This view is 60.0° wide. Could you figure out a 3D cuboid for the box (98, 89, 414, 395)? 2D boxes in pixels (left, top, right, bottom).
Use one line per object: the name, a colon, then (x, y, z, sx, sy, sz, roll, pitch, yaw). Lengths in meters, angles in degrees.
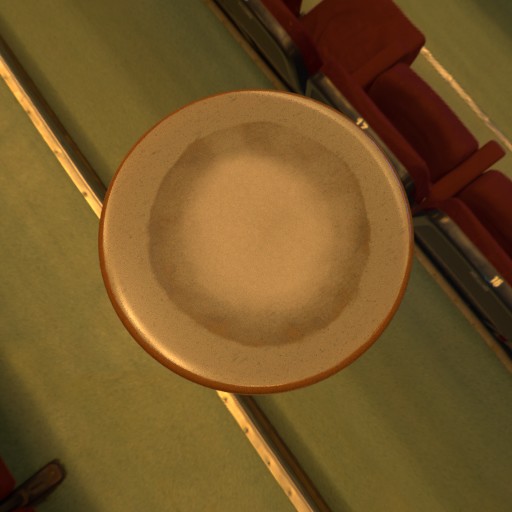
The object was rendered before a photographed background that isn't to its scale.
box: (0.000, 0.000, 0.216, 0.123, 0.100, 0.123, 0, 77, 0)
